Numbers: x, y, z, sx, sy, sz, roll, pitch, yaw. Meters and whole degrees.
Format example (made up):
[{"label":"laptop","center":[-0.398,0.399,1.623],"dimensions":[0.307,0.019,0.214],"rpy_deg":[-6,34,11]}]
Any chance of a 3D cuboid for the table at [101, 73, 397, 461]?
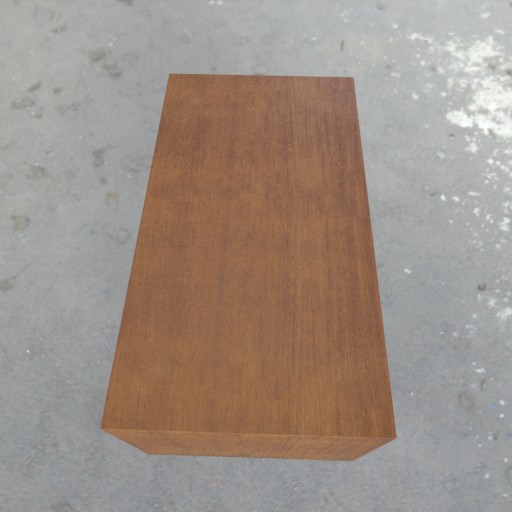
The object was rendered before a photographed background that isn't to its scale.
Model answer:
[{"label":"table","center":[0.000,0.000,1.249],"dimensions":[0.549,0.419,1.000],"rpy_deg":[2,60,1]}]
